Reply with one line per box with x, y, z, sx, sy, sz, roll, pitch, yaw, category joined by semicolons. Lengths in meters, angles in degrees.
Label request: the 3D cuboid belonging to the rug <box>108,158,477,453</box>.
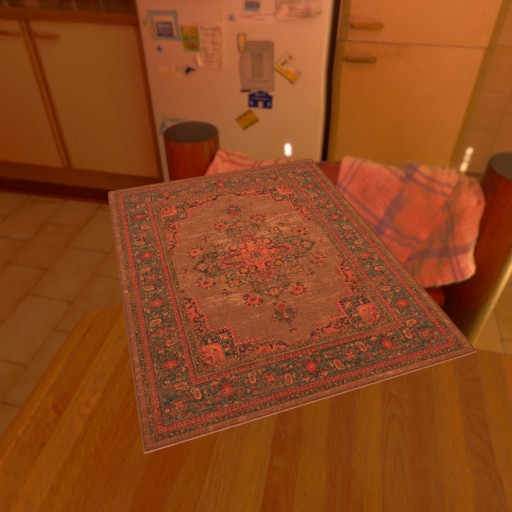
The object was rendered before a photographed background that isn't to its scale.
0.000;0.000;4.071;2.434;0.013;3.057;-12;42;-14;rug
